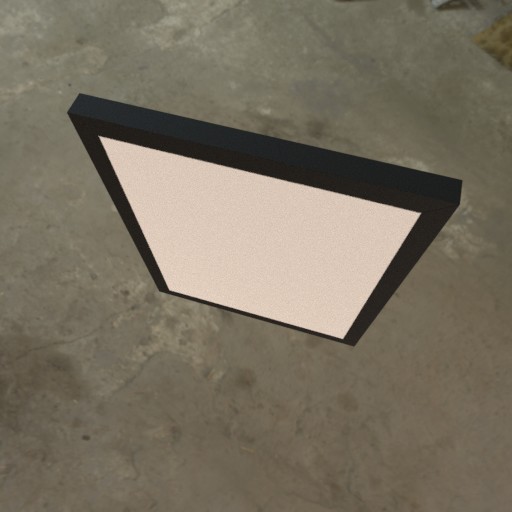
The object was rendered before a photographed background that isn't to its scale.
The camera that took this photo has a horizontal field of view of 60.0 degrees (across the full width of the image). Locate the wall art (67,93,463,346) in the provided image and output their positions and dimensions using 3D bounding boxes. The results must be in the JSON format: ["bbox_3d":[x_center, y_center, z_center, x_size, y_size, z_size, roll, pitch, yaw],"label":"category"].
[{"bbox_3d":[0.000,0.000,0.542,0.329,0.404,0.024,15,64,7],"label":"wall art"}]
